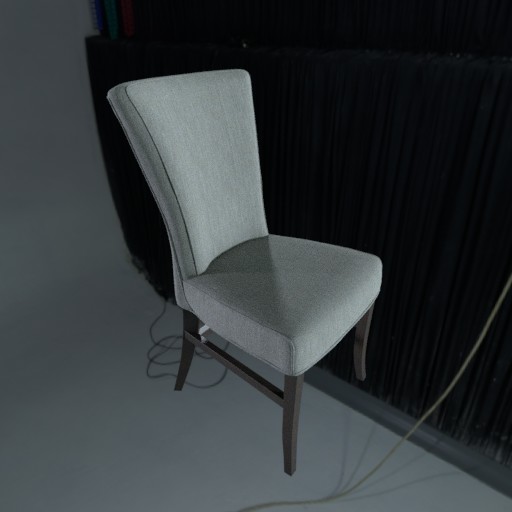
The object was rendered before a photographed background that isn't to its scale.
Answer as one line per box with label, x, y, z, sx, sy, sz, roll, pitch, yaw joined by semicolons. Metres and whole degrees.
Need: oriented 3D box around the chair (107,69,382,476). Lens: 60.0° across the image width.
chair;0.000;0.000;1.341;0.660;0.991;0.520;19;34;32
